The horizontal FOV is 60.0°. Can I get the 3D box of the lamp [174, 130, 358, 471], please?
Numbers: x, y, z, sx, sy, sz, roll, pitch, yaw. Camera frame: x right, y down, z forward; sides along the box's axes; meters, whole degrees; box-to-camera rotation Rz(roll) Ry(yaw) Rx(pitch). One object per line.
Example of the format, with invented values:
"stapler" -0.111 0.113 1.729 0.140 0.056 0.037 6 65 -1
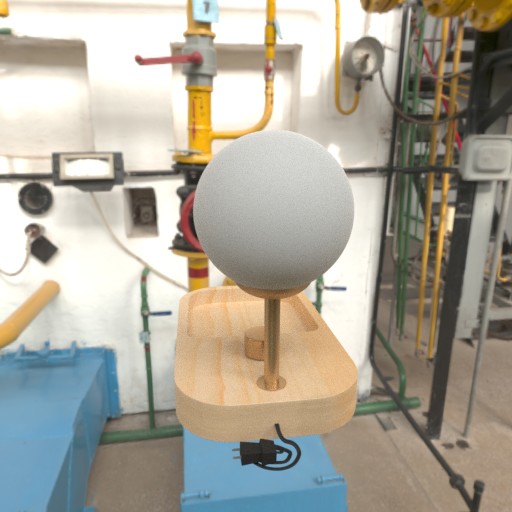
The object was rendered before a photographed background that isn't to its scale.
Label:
"lamp" 0.000 0.000 0.465 0.173 0.253 0.331 -2 15 -8
